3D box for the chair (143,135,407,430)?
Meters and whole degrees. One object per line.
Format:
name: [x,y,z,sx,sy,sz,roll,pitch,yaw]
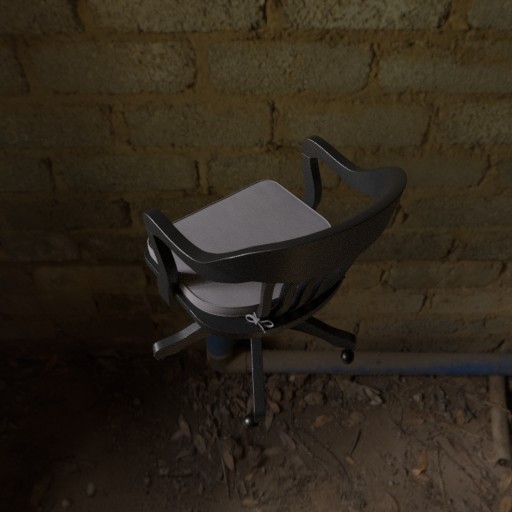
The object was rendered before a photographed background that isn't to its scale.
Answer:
chair: [0.000,0.000,1.426,0.750,0.878,0.788,-30,53,-26]
